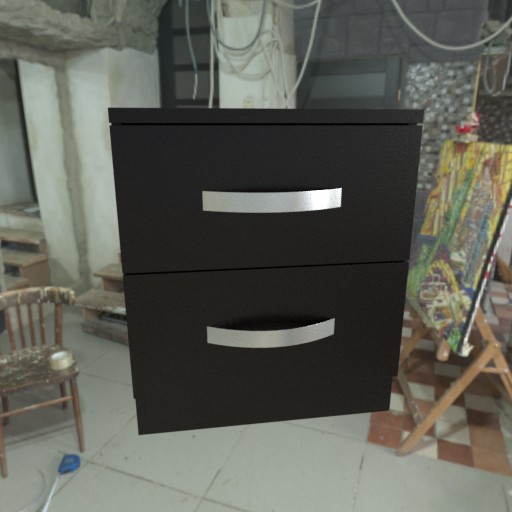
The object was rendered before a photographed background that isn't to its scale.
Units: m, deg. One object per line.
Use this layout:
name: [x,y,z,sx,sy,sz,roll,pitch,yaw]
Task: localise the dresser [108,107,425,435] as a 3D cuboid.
dresser: [0.000,0.000,0.762,0.400,0.470,0.360,-2,16,-8]
